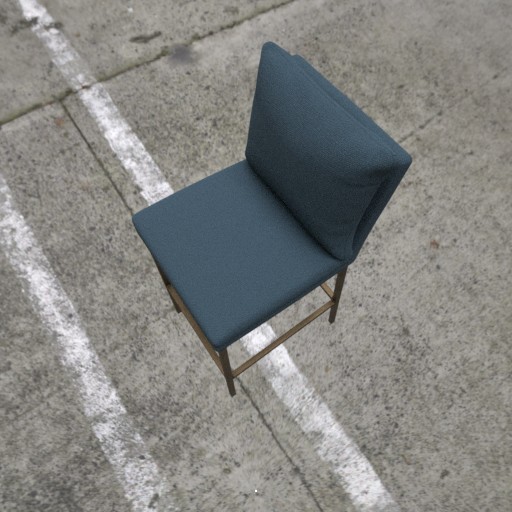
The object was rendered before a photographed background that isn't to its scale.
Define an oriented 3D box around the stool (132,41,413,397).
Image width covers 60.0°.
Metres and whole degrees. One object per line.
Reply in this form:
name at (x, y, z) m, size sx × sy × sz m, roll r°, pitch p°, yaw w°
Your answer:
stool at (0.000, 0.000, 1.414) m, size 0.568 × 1.124 × 0.463 m, roll -31°, pitch 66°, yaw -15°
